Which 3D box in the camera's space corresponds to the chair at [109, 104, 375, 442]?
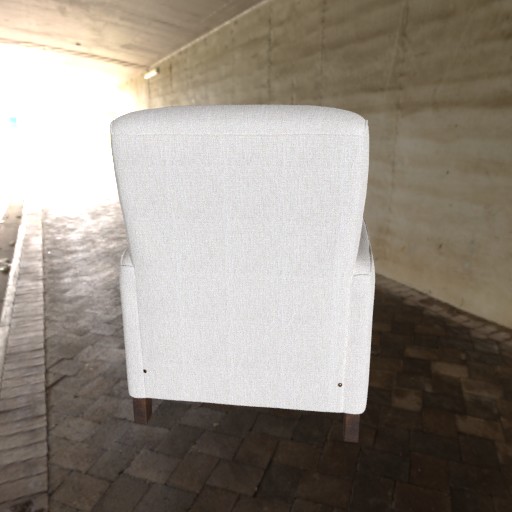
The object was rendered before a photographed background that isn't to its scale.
[{"bbox_3d":[0.000,0.000,1.652,0.841,1.028,0.858,2,16,7],"label":"chair"}]
